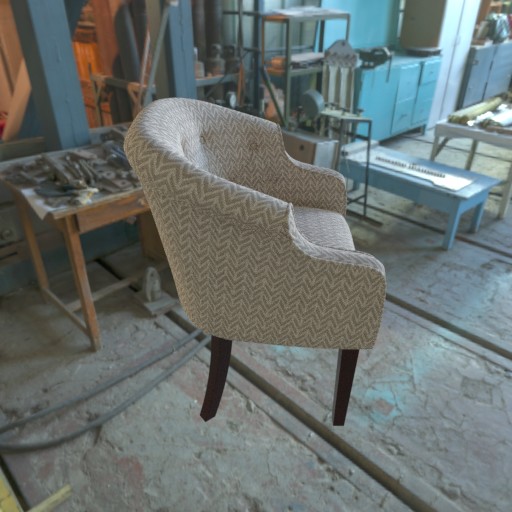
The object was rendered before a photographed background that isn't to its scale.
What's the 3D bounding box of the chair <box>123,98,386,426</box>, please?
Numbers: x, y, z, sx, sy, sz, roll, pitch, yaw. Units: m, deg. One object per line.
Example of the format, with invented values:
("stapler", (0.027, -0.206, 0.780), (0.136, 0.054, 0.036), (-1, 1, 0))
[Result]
("chair", (0.000, 0.000, 1.311), (0.613, 0.858, 0.686), (0, 31, 0))
